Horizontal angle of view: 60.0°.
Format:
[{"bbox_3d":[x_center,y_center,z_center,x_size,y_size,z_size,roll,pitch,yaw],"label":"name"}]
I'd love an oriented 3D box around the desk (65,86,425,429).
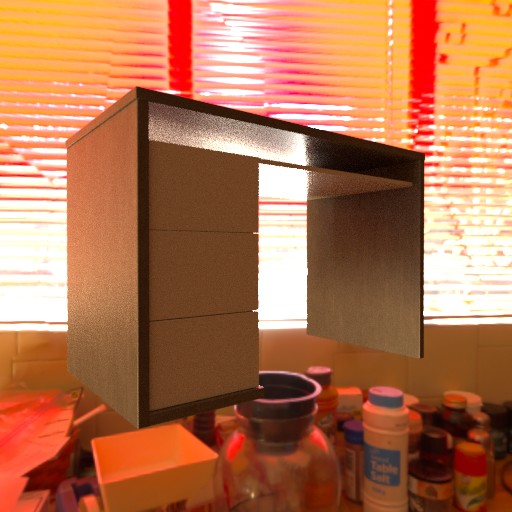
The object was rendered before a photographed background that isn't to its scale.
[{"bbox_3d":[0.000,0.000,1.534,1.100,0.750,0.600,0,1,-37],"label":"desk"}]
